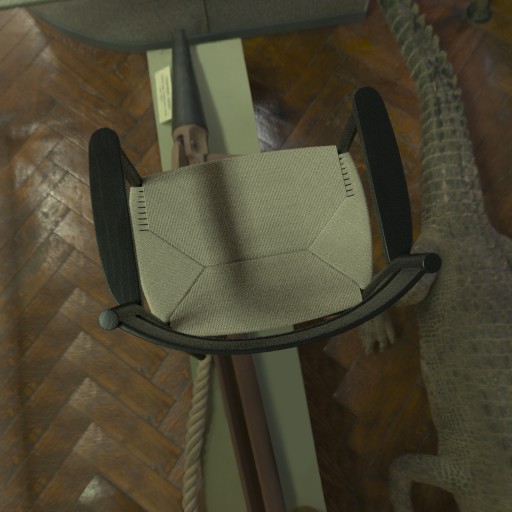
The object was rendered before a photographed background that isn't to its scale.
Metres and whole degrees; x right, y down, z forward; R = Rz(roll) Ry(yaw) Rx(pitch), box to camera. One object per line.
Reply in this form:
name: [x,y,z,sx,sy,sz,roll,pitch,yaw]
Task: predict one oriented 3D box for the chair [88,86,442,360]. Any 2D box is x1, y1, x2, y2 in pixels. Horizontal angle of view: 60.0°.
chair: [0.000,0.000,1.131,0.630,0.775,0.508,-10,76,-3]
